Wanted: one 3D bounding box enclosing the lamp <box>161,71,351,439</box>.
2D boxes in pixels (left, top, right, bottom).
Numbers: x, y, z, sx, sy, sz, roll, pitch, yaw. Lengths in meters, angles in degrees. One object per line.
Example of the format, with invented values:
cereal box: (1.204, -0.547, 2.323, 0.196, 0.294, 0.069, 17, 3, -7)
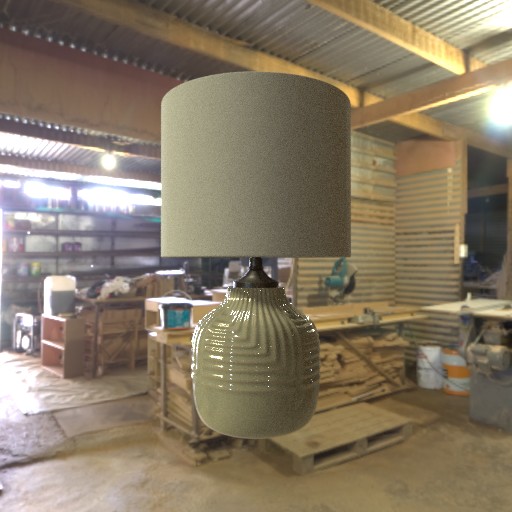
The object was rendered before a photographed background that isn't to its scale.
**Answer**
lamp: (0.000, 0.000, 0.758, 0.318, 0.567, 0.318, 0, 0, 0)
